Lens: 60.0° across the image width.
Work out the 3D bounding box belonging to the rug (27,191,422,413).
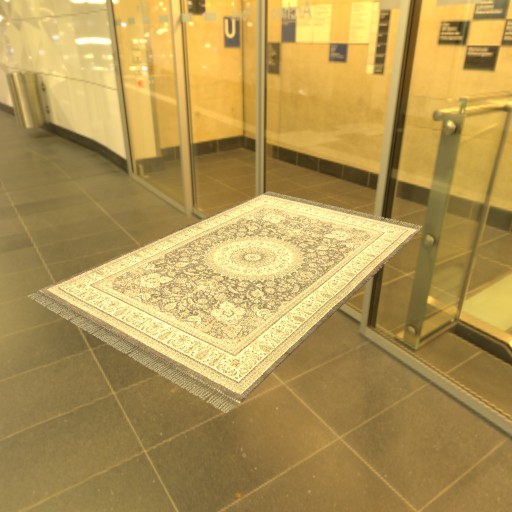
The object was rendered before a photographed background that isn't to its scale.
[{"bbox_3d":[0.000,0.000,4.277,2.143,0.015,3.422,18,31,32],"label":"rug"}]
